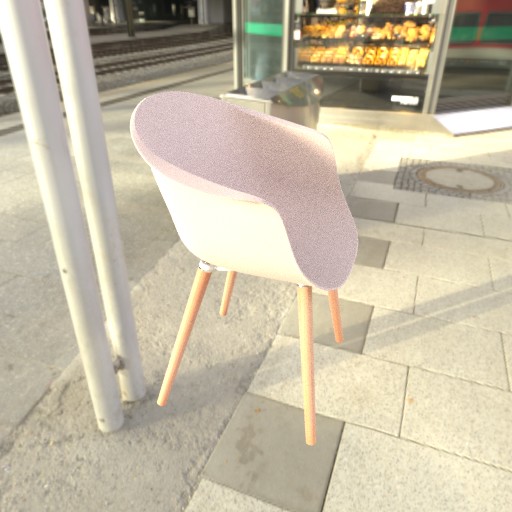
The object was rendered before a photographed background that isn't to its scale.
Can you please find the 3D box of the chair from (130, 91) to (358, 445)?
[{"bbox_3d":[0.000,0.000,1.160,0.504,0.781,0.593,10,30,17],"label":"chair"}]
